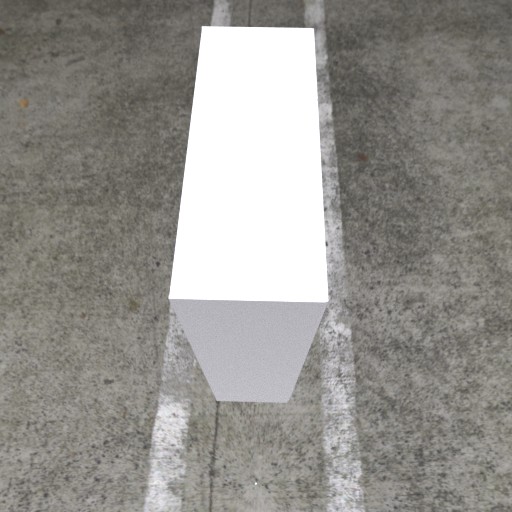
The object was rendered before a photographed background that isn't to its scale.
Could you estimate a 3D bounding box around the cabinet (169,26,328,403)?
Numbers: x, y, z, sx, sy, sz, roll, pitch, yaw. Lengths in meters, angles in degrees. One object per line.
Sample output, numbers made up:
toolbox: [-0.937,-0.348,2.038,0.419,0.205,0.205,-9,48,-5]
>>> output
cabinet: [0.000,0.000,2.513,0.510,1.910,1.290,1,63,1]
